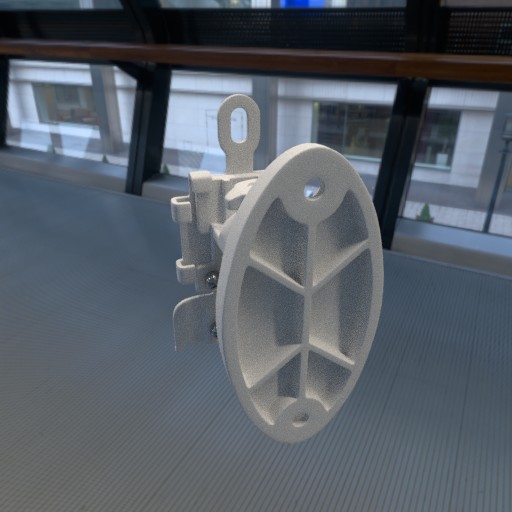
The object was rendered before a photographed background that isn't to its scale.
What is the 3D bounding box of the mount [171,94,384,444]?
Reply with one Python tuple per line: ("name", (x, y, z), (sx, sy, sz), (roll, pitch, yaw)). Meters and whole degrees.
("mount", (0.000, 0.000, 0.178), (0.066, 0.118, 0.100), (-8, 27, -16))
